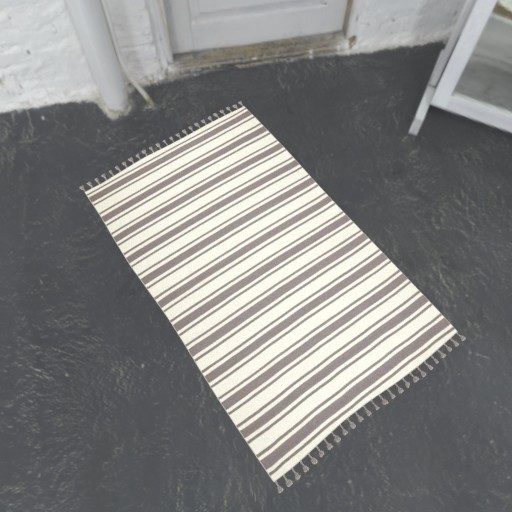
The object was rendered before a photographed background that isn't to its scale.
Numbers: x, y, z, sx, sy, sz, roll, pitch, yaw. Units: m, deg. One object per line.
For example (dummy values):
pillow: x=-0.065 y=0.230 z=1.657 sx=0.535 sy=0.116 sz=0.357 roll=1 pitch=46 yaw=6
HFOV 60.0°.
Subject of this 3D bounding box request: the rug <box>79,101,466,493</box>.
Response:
rug: x=0.000 y=0.000 z=2.540 sx=1.229 sy=0.011 sz=2.096 roll=-33 pitch=68 yaw=-15
